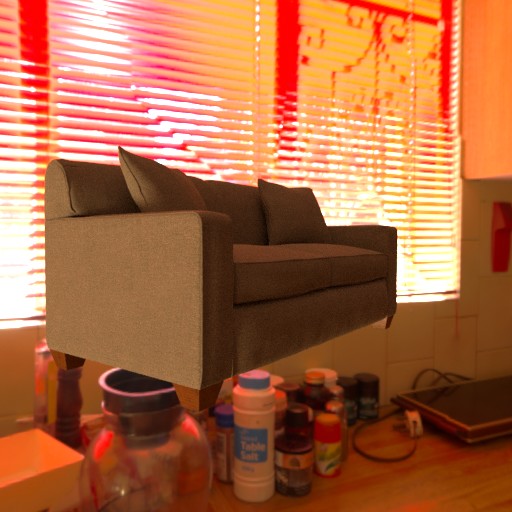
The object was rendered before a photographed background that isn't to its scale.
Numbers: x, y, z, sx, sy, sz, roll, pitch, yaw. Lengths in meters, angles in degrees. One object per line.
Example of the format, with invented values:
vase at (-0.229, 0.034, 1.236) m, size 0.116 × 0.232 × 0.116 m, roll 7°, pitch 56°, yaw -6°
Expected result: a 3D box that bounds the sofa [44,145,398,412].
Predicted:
sofa at (0.000, 0.000, 2.400) m, size 1.000 × 0.958 × 1.846 m, roll 1°, pitch 2°, yaw 37°
